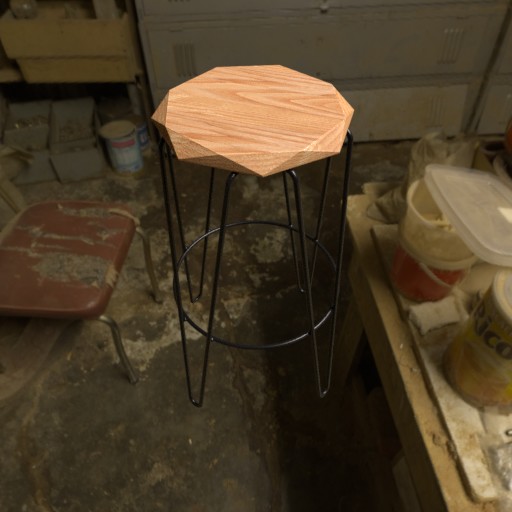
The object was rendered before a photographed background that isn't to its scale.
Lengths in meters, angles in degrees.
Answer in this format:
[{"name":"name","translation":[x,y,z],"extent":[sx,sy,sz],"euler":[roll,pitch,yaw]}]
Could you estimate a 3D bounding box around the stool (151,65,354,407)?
[{"name":"stool","translation":[0.000,0.000,0.828],"extent":[0.326,0.610,0.326],"euler":[-3,47,-3]}]
